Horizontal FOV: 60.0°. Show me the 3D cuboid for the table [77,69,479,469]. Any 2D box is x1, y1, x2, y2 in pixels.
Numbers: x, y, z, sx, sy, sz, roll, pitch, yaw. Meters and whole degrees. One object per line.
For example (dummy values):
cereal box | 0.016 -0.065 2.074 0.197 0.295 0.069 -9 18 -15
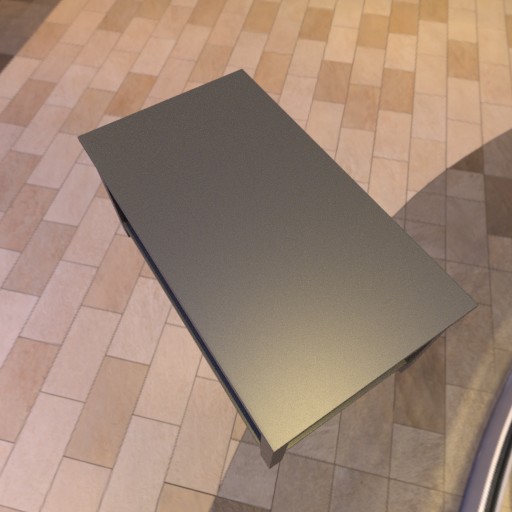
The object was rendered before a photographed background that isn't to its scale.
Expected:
table | 0.000 0.000 1.426 0.612 0.493 1.068 -29 63 -16
